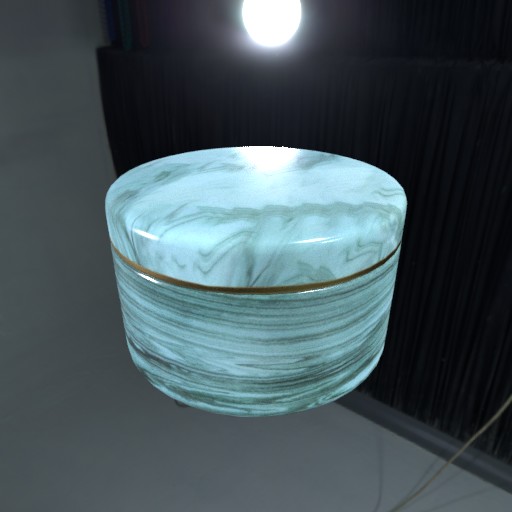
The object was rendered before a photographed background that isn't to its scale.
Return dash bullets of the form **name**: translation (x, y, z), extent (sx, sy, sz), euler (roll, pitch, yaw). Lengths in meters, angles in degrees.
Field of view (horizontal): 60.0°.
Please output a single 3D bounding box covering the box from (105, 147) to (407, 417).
- **box**: translation (0.000, 0.000, 0.167), extent (0.101, 0.063, 0.101), euler (0, 27, 0)
